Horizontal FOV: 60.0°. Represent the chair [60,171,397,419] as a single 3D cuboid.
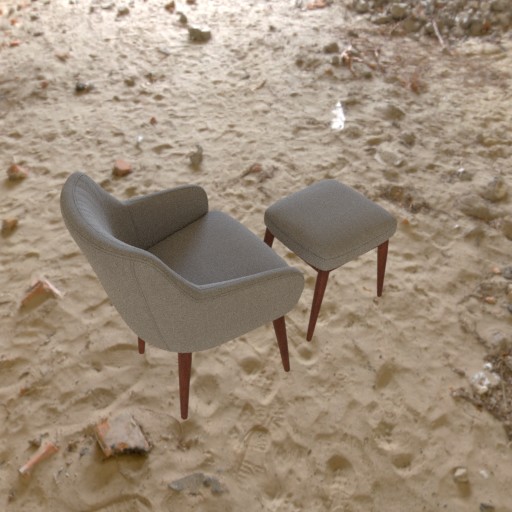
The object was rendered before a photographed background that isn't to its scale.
[{"bbox_3d":[0.000,0.000,1.550,1.107,0.799,0.584,-26,48,-26],"label":"chair"}]
